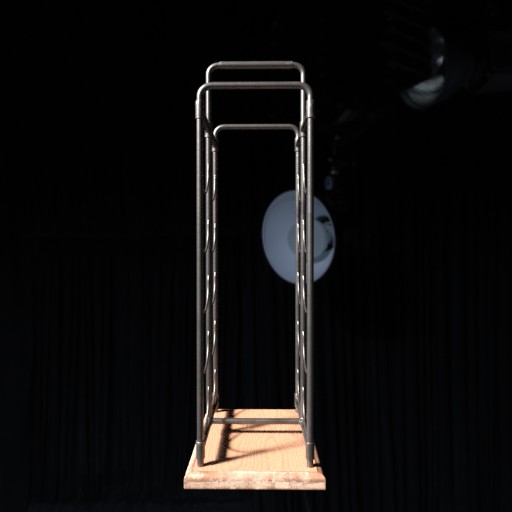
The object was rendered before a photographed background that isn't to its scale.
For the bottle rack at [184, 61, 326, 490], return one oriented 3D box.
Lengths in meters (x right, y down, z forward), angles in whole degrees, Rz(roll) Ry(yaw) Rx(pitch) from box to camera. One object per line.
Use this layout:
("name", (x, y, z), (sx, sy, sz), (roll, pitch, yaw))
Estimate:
("bottle rack", (0.000, 0.000, 0.781), (0.208, 0.680, 0.276), (0, 1, 1))
